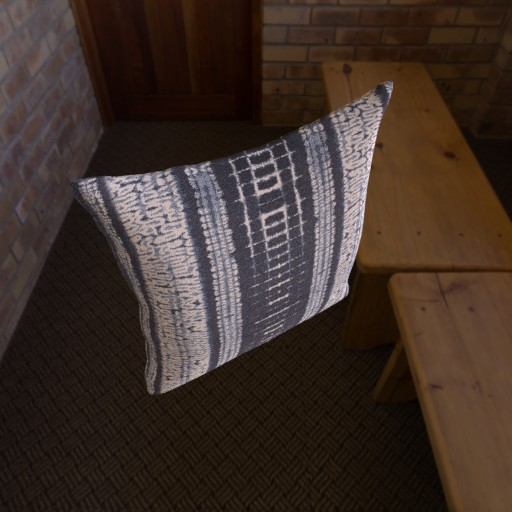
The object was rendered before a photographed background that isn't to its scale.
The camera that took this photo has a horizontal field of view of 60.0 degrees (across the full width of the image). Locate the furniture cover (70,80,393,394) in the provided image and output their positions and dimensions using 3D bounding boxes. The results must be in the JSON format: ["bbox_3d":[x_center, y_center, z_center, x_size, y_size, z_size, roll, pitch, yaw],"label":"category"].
[{"bbox_3d":[0.000,0.000,0.662,0.425,0.435,0.133,-24,51,-21],"label":"furniture cover"}]
